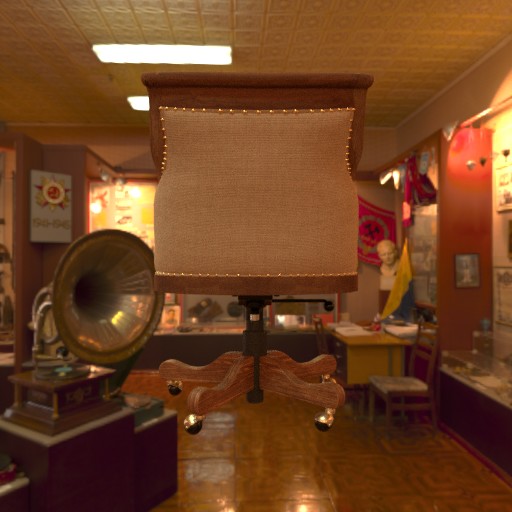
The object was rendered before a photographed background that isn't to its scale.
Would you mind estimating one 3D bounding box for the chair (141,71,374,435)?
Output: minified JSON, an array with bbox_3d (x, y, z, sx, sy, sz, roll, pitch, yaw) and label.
[{"bbox_3d":[0.000,0.000,1.428,0.656,0.965,0.689,0,0,-1],"label":"chair"}]
